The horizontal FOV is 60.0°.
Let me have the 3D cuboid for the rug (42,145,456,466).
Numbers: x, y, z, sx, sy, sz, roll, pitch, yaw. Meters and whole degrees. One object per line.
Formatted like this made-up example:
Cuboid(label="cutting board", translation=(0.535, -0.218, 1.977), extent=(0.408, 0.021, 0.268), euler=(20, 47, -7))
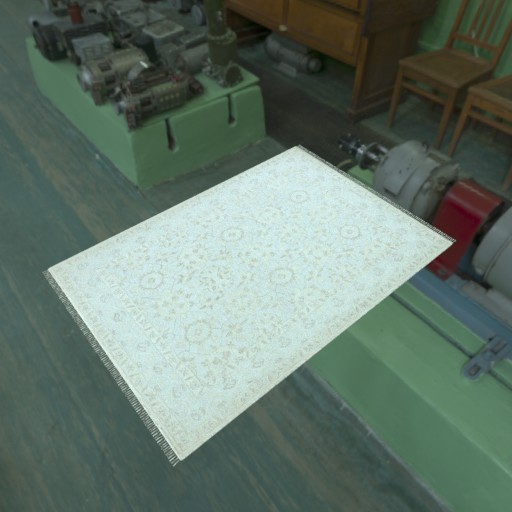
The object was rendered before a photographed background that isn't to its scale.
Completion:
Cuboid(label="rug", translation=(0.000, 0.000, 2.871), extent=(2.233, 0.011, 1.514), euler=(-31, 54, -26))
